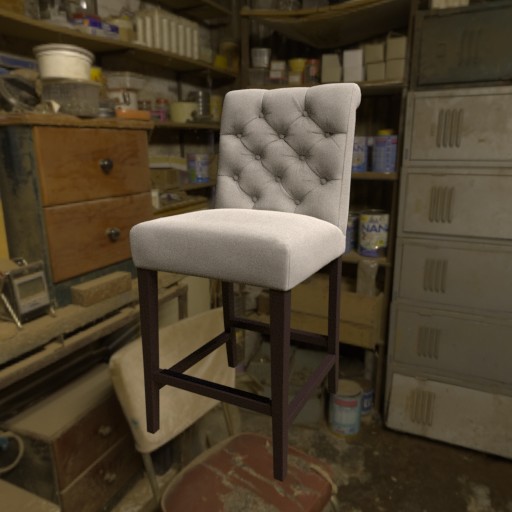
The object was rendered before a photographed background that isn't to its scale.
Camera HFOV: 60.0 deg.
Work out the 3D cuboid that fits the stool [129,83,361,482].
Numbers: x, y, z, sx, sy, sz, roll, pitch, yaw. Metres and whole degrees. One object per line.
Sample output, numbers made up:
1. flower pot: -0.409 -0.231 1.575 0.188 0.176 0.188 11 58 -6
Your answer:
1. stool: 0.000 0.000 1.373 0.493 1.040 0.601 7 15 27
